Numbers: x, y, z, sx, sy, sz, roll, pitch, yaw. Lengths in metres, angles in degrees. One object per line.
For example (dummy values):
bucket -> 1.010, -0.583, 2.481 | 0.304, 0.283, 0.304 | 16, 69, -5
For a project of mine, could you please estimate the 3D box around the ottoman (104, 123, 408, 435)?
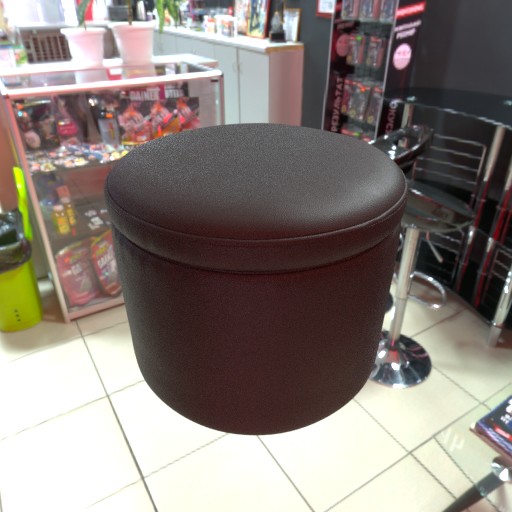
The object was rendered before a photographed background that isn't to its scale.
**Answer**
ottoman -> 0.000, 0.000, 0.839 | 0.500, 0.409, 0.500 | 0, 31, 0
